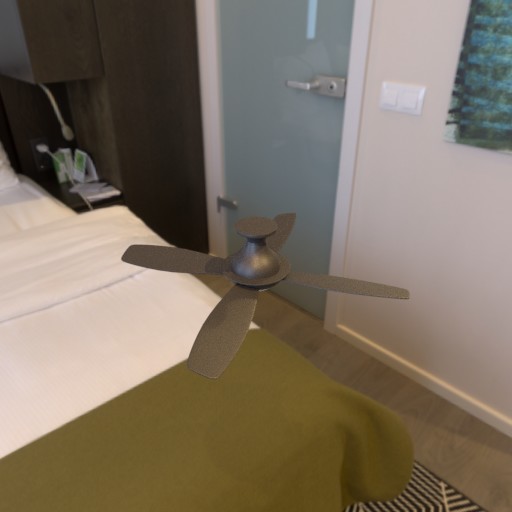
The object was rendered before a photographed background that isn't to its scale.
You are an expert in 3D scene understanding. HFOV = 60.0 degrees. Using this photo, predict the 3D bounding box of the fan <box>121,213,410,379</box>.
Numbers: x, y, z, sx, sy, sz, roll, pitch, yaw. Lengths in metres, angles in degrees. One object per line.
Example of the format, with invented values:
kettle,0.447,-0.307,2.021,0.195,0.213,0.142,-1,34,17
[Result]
fan,0.000,0.000,2.502,1.694,0.382,1.694,8,31,14
